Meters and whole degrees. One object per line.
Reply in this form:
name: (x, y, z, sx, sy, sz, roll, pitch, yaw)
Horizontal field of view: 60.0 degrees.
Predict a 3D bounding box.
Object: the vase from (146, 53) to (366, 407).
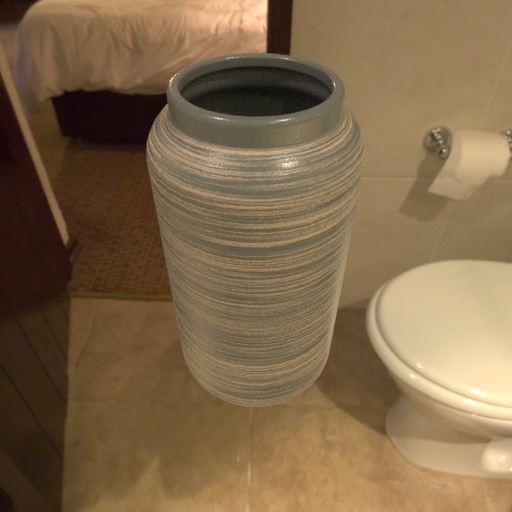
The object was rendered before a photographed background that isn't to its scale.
vase: (0.000, 0.000, 0.293, 0.116, 0.230, 0.116, 0, 42, 0)
